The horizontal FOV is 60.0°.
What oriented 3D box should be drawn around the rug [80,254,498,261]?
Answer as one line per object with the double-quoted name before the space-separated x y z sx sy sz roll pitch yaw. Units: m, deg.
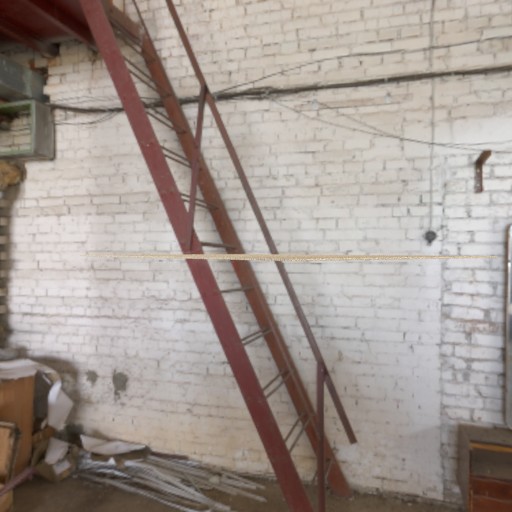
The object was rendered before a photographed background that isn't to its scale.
"rug" 0.000 0.000 2.149 1.142 0.006 1.752 0 1 -38
